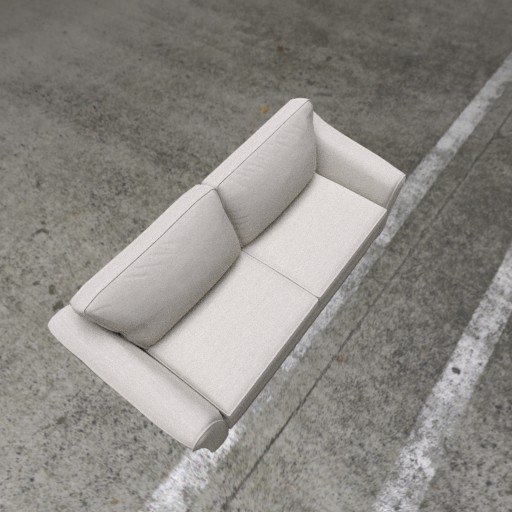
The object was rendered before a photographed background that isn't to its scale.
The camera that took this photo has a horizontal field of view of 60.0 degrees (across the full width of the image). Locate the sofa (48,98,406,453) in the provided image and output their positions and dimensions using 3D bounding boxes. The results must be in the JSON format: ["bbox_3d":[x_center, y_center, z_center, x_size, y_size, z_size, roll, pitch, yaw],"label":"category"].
[{"bbox_3d":[0.000,0.000,2.795,0.980,0.965,2.270,32,62,19],"label":"sofa"}]
